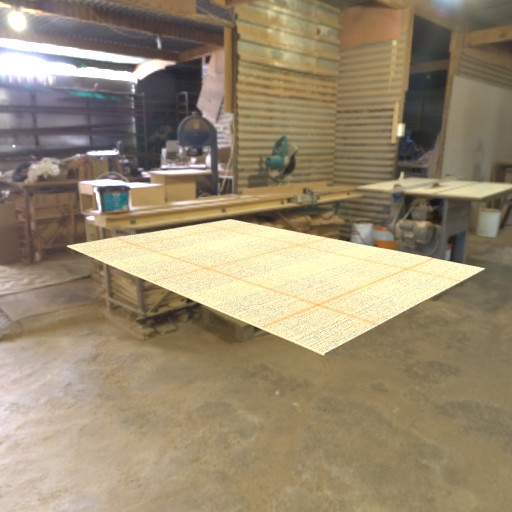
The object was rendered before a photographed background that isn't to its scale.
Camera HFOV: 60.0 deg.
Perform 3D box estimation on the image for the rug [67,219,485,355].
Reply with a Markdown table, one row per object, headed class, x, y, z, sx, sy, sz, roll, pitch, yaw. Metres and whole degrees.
| class | x | y | z | sx | sy | sz | roll | pitch | yaw |
| --- | --- | --- | --- | --- | --- | --- | --- | --- | --- |
| rug | 0.000 | 0.000 | 2.297 | 1.232 | 0.015 | 1.825 | -14 | 20 | -42 |
